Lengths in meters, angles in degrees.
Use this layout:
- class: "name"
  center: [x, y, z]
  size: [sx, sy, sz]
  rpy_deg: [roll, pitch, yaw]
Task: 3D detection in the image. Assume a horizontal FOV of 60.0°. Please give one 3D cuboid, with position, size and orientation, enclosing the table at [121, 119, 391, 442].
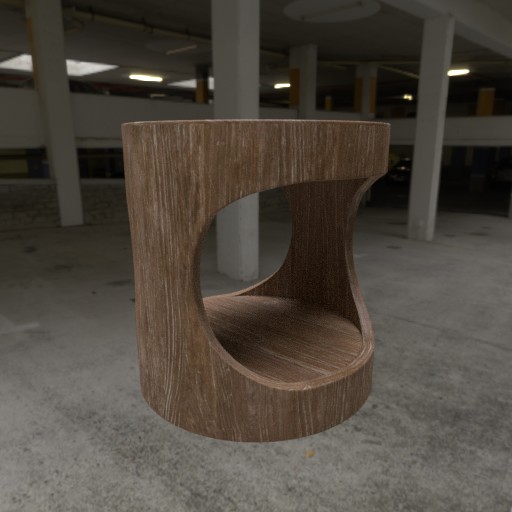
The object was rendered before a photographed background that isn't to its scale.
- class: "table"
  center: [0.000, 0.000, 0.973]
  size: [0.527, 0.551, 0.527]
  rpy_deg: [0, 15, 0]
